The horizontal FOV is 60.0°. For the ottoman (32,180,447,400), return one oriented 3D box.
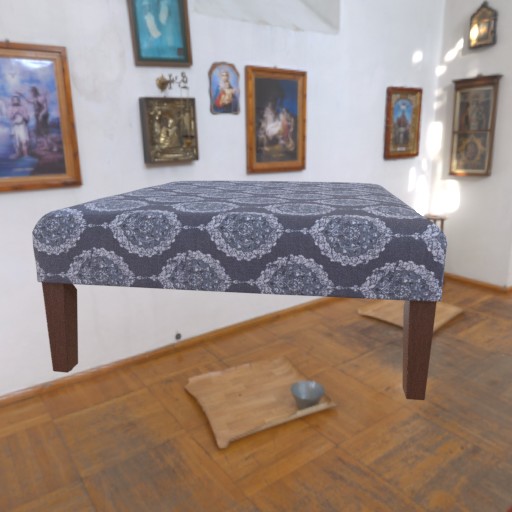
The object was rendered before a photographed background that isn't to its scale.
[{"bbox_3d":[0.000,0.000,1.382,0.890,0.409,0.889,2,14,8],"label":"ottoman"}]
